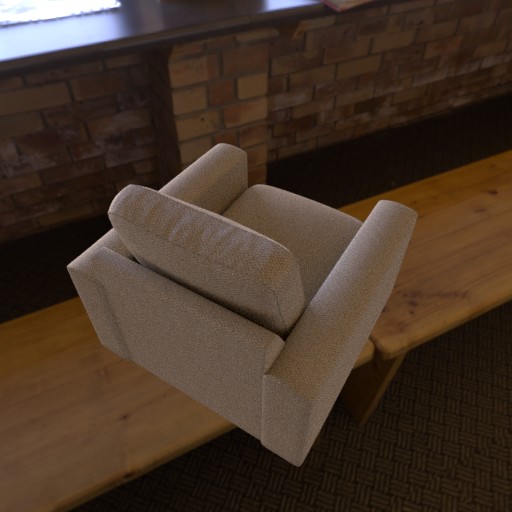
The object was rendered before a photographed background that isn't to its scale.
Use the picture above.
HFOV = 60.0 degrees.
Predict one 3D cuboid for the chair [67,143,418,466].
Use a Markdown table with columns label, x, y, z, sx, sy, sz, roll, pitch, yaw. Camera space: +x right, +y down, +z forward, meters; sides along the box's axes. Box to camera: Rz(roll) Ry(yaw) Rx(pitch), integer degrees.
| label | x | y | z | sx | sy | sz | roll | pitch | yaw |
| --- | --- | --- | --- | --- | --- | --- | --- | --- | --- |
| chair | 0.000 | 0.000 | 1.806 | 1.005 | 0.873 | 1.016 | 24 | 51 | 21 |
